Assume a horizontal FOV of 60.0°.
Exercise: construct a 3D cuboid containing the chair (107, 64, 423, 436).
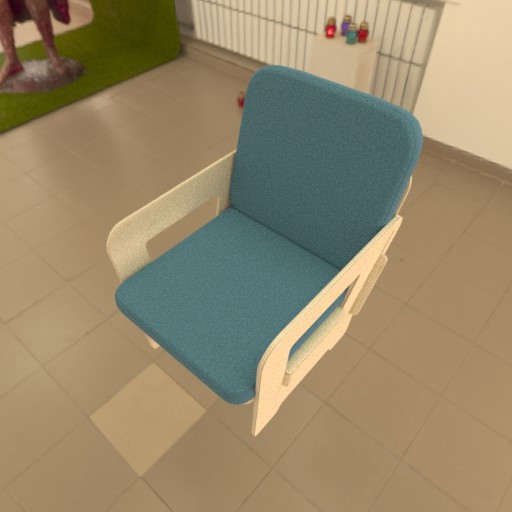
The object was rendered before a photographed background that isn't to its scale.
[{"bbox_3d":[0.000,0.000,1.190,0.547,0.747,0.657,32,54,27],"label":"chair"}]
